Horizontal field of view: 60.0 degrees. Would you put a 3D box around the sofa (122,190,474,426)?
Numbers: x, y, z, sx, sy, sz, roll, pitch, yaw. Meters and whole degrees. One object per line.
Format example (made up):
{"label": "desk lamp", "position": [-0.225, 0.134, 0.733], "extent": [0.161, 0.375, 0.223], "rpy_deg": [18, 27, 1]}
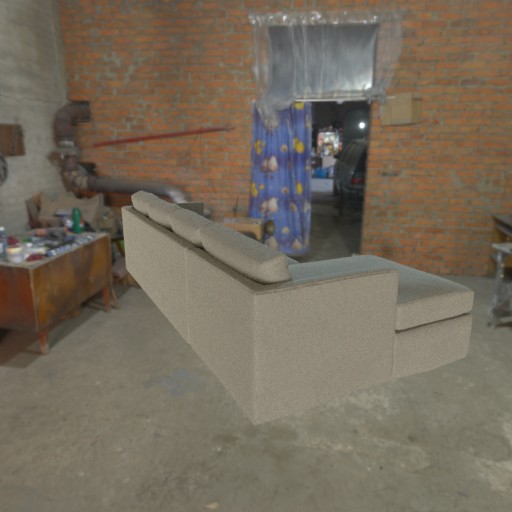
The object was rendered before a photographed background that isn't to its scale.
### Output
{"label": "sofa", "position": [0.000, 0.000, 3.855], "extent": [1.650, 0.922, 3.205], "rpy_deg": [-7, 16, -26]}
